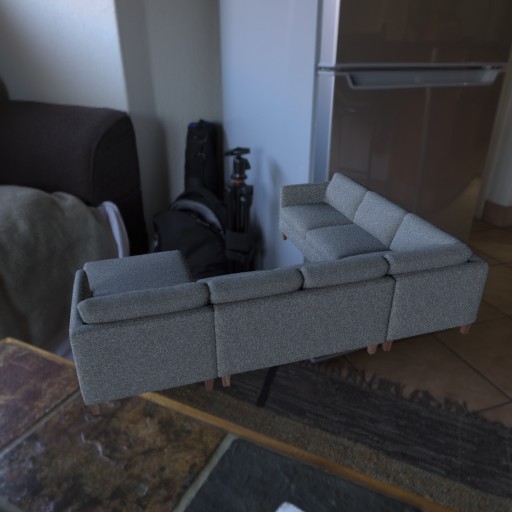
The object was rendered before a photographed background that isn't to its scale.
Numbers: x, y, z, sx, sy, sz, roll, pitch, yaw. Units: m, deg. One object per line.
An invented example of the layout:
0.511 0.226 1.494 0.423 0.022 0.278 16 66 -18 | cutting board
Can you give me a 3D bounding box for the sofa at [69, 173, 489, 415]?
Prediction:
0.000 0.000 4.339 3.238 0.853 2.551 -8 27 -16 | sofa
